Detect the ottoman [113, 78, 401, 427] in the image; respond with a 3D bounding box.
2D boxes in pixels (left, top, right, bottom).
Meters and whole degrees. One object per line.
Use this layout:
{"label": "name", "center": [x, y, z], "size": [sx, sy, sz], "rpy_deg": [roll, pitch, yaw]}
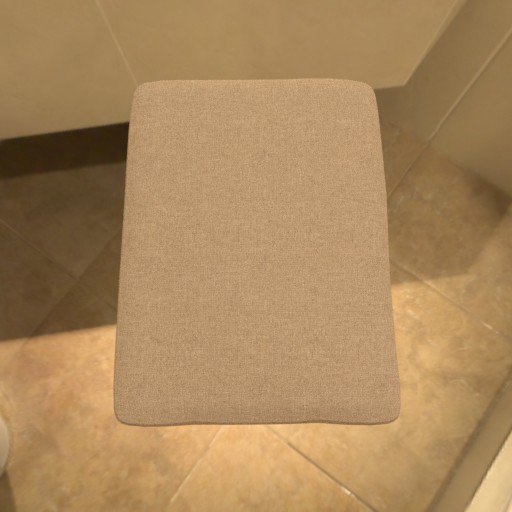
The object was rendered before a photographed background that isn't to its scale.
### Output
{"label": "ottoman", "center": [0.000, 0.000, 1.302], "size": [0.677, 0.519, 0.898], "rpy_deg": [0, 77, 0]}
